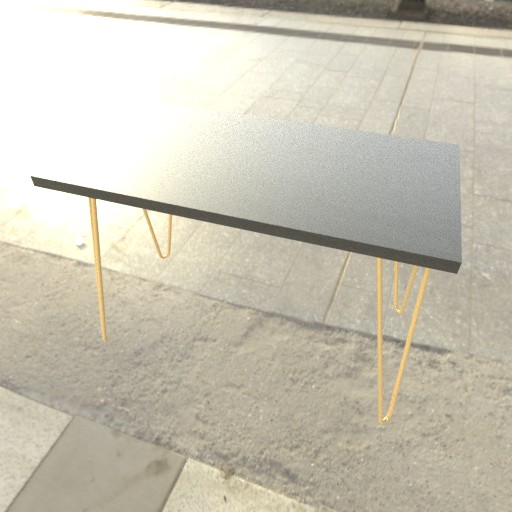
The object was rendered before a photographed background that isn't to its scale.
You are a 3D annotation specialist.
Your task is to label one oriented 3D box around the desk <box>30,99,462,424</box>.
[{"bbox_3d":[0.000,0.000,1.355,0.991,0.660,0.499,12,43,14],"label":"desk"}]
